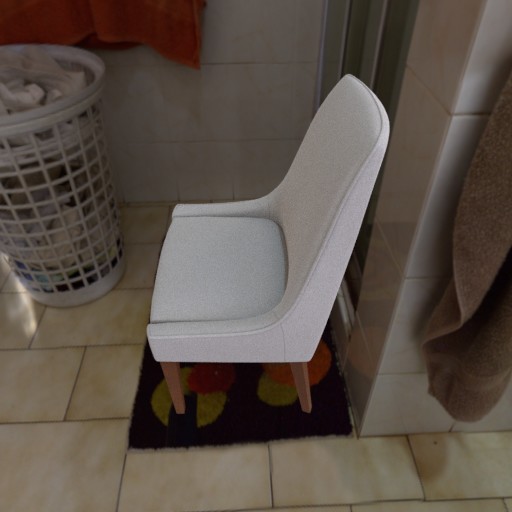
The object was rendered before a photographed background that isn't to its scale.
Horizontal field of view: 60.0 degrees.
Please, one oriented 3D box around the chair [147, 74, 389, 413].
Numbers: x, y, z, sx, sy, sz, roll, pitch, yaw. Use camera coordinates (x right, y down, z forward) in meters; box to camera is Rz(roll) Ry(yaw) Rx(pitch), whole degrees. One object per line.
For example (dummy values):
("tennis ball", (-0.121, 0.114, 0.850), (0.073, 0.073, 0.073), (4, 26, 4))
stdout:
("chair", (0.000, 0.000, 1.210), (0.544, 0.861, 0.529), (0, 42, 0))
